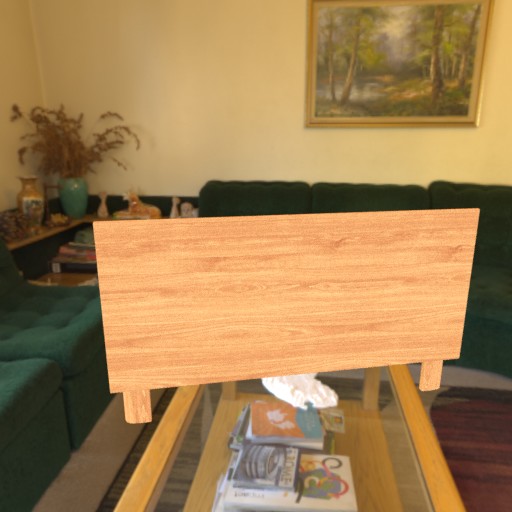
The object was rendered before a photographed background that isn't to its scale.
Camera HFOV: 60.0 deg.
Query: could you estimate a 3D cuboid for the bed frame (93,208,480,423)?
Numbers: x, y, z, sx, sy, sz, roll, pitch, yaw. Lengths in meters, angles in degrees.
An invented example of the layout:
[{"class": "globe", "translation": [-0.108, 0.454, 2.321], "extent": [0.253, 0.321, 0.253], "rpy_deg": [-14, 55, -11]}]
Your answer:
[{"class": "bed frame", "translation": [0.000, 0.000, 2.962], "extent": [1.660, 0.940, 2.092], "rpy_deg": [-3, 16, -10]}]
